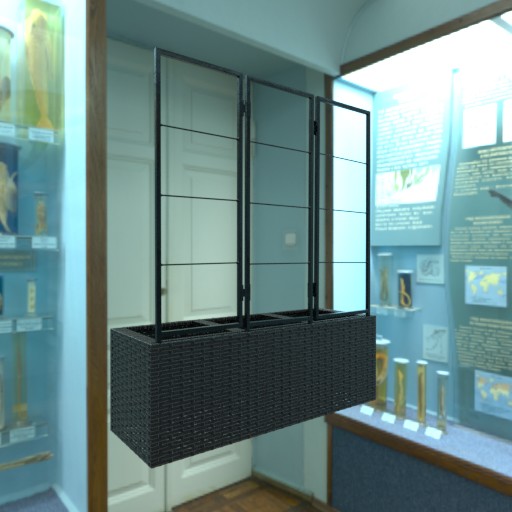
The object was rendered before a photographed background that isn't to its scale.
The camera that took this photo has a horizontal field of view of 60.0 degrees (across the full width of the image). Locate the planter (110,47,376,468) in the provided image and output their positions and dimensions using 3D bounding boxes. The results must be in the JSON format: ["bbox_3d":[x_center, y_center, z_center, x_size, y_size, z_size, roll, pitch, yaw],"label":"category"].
[{"bbox_3d":[0.000,0.000,1.178,0.699,0.841,0.244,0,0,-37],"label":"planter"}]
